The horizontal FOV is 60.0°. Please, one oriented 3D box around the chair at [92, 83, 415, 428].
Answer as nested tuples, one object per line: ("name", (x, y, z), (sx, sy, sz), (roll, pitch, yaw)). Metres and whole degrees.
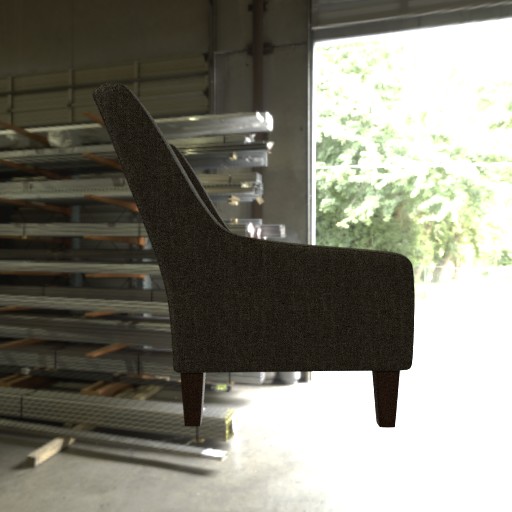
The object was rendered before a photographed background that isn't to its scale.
("chair", (0.000, 0.000, 1.658), (0.944, 1.012, 0.793), (0, 0, 1))
